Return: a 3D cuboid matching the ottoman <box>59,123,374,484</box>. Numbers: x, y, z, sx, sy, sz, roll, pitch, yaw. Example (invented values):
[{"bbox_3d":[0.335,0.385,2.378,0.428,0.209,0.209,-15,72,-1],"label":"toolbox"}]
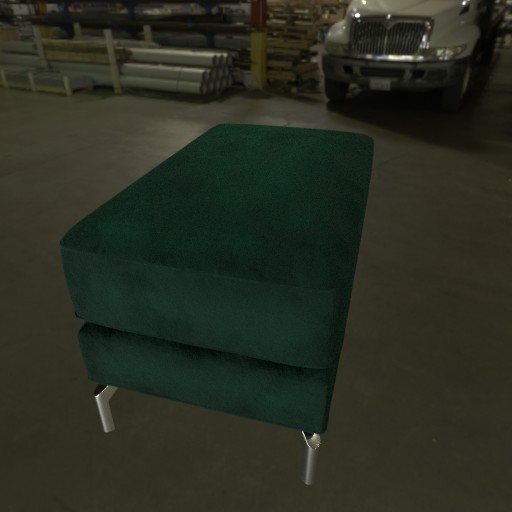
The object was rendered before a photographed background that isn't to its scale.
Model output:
[{"bbox_3d":[0.000,0.000,1.200,0.536,0.533,0.886,8,32,14],"label":"ottoman"}]
